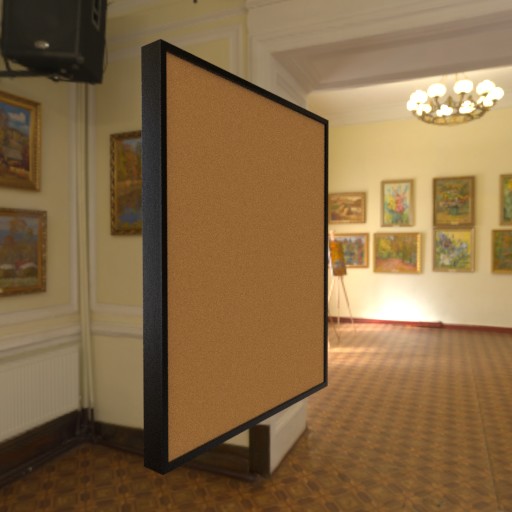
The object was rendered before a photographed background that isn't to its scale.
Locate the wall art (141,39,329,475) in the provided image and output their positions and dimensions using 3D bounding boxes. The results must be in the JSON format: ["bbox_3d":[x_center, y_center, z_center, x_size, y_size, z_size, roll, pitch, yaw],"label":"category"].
[{"bbox_3d":[0.000,0.000,0.753,0.039,0.553,0.451,1,2,37],"label":"wall art"}]
